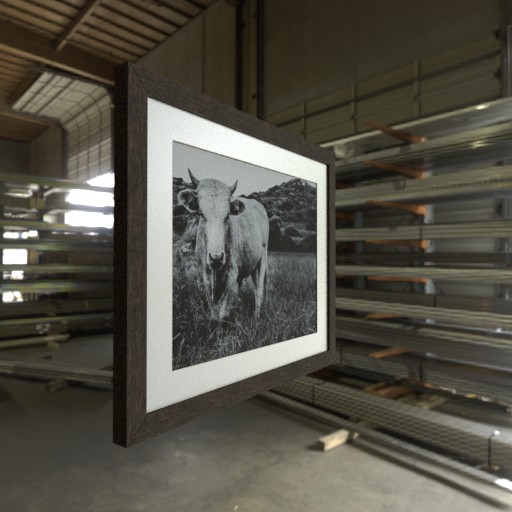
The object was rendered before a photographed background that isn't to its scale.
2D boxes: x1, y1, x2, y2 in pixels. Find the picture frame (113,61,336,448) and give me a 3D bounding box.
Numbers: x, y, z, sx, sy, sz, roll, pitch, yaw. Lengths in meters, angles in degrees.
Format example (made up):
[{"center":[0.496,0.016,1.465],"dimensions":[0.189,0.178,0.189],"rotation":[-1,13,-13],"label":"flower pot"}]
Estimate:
[{"center":[0.000,0.000,0.748],"dimensions":[0.026,0.455,0.546],"rotation":[-1,-1,36],"label":"picture frame"}]
